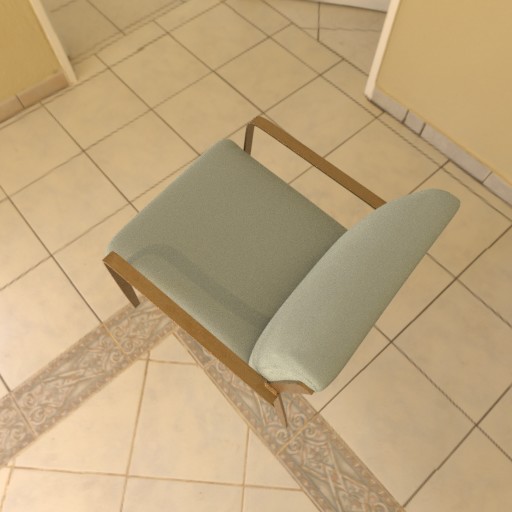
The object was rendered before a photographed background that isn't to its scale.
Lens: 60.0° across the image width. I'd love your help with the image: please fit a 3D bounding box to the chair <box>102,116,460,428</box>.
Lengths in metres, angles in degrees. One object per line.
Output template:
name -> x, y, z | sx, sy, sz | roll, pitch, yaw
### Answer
chair -> 0.000, 0.000, 1.458 | 0.842, 0.824, 0.701 | 36, 70, 16
